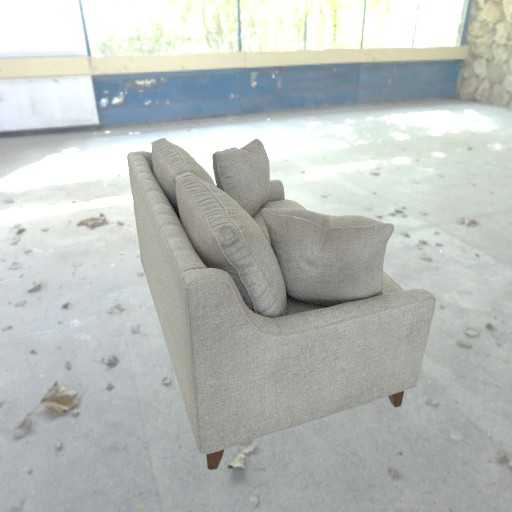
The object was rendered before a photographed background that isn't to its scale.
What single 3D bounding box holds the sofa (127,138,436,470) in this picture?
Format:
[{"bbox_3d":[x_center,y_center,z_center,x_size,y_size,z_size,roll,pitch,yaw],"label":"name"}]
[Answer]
[{"bbox_3d":[0.000,0.000,2.016,0.915,0.863,1.422,-10,30,-18],"label":"sofa"}]
